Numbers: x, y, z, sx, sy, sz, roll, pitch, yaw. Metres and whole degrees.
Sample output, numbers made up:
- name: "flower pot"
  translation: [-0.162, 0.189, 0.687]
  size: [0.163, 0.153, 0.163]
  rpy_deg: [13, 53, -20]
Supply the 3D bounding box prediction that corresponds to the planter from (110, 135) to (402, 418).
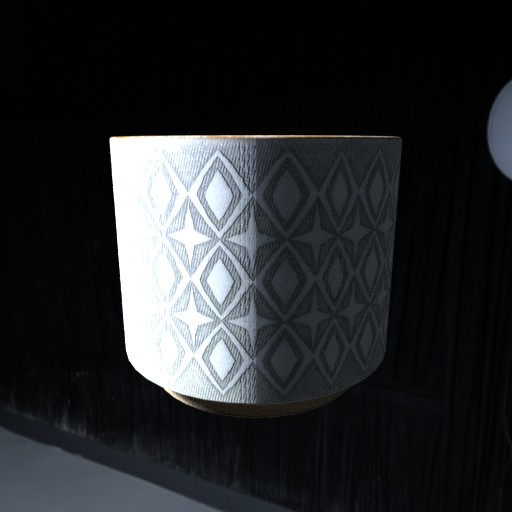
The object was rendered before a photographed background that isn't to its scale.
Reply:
- name: "planter"
  translation: [0.000, 0.000, 0.432]
  size: [0.255, 0.223, 0.255]
  rpy_deg: [0, 14, 0]
